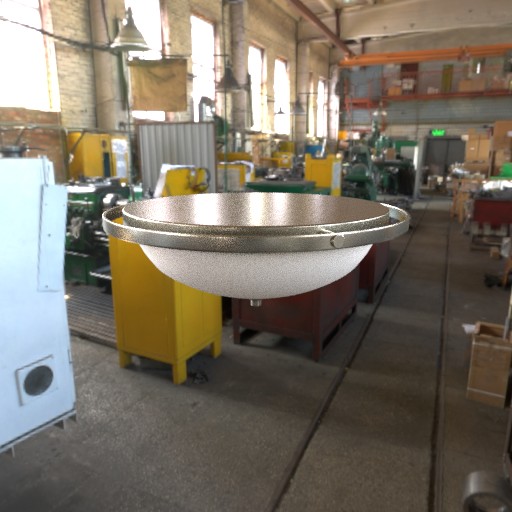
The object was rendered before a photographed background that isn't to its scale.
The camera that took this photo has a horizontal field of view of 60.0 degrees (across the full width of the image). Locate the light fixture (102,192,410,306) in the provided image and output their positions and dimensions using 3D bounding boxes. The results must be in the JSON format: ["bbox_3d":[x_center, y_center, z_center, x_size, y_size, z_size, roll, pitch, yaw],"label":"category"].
[{"bbox_3d":[0.000,0.000,0.563,0.361,0.130,0.361,0,14,0],"label":"light fixture"}]
